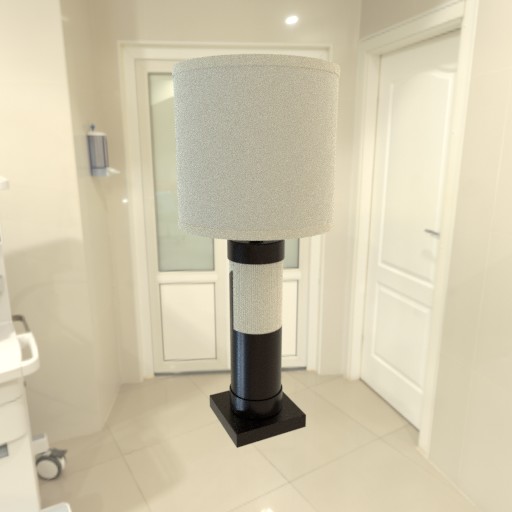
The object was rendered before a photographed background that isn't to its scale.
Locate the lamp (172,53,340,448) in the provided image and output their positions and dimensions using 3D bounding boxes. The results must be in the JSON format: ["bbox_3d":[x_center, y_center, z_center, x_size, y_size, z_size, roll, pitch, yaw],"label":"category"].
[{"bbox_3d":[0.000,0.000,0.620,0.211,0.509,0.211,-7,16,-25],"label":"lamp"}]
